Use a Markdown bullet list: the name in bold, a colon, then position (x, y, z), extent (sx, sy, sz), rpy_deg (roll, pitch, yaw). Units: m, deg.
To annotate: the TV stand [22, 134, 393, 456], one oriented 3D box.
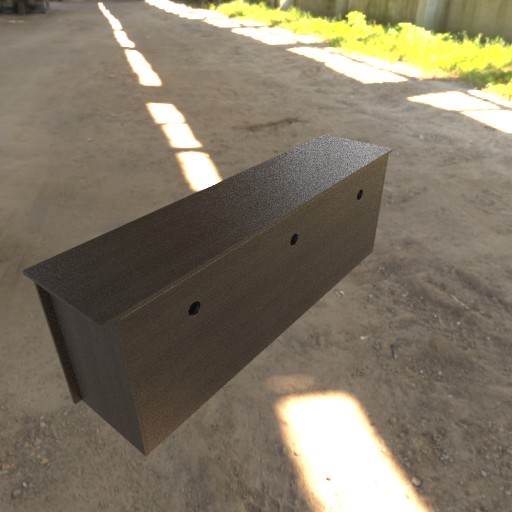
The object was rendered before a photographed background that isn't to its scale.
- **TV stand**: position (0.000, 0.000, 1.996), extent (0.406, 0.610, 1.778), rpy_deg (23, 39, 32)
